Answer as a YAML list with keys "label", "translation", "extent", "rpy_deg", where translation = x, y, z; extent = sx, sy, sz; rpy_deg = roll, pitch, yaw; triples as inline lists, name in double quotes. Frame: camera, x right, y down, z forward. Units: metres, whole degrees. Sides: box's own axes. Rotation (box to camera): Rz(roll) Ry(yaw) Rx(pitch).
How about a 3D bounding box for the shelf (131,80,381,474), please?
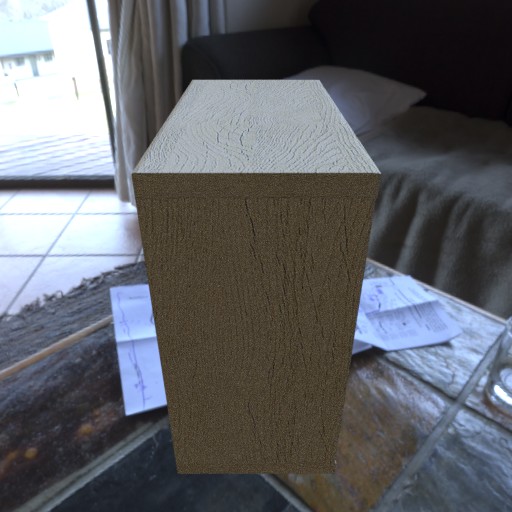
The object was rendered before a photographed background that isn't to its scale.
- label: "shelf"
  translation: [0.000, 0.000, 1.233]
  extent: [0.390, 0.786, 0.790]
  rpy_deg: [0, 32, 0]
